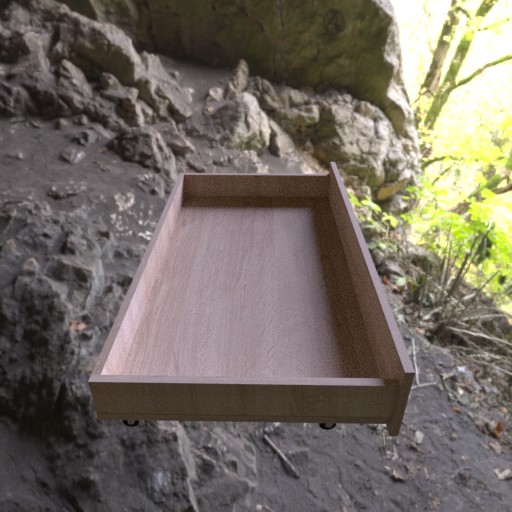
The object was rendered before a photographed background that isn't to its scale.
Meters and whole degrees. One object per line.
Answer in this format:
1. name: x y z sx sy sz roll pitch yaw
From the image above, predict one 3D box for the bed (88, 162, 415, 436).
1. bed: 0.000 0.000 1.453 0.685 0.209 1.200 1 32 1
